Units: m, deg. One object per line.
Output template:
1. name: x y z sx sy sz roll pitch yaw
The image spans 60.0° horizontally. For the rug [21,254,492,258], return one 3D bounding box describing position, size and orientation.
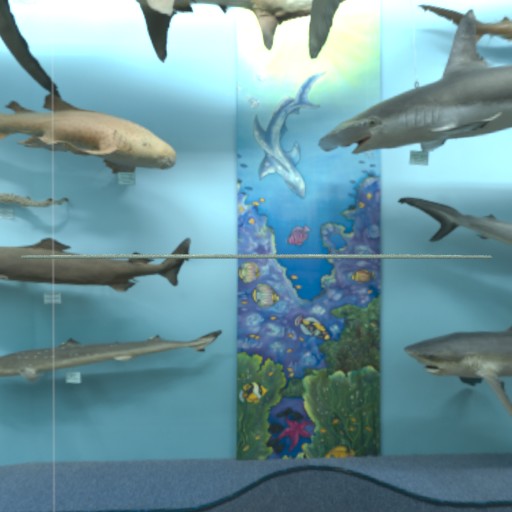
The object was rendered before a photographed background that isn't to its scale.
1. rug: 0.000 0.000 2.898 2.290 0.014 1.526 0 0 0
